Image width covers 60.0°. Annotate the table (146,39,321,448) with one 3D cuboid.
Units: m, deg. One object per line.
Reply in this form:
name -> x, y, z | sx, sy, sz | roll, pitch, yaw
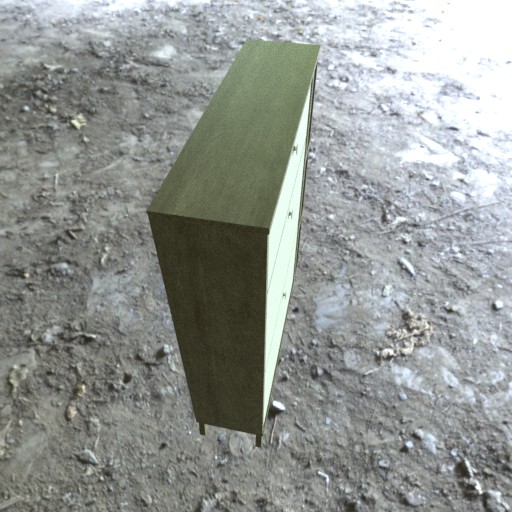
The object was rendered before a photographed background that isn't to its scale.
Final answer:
table -> 0.000, 0.000, 1.581 | 0.256, 1.135, 0.902 | 9, 47, 8
